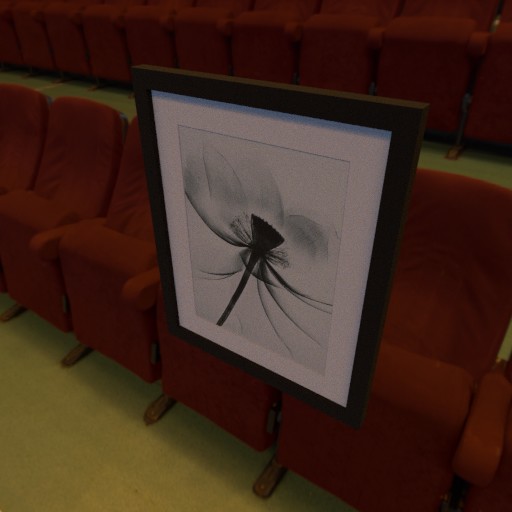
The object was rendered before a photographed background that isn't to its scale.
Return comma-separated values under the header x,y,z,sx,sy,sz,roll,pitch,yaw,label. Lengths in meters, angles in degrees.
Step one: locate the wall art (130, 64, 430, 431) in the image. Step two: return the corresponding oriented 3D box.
x,y,z,sx,sy,sz,roll,pitch,yaw,label
0.000,0.000,0.751,0.457,0.559,0.029,20,38,28,wall art
